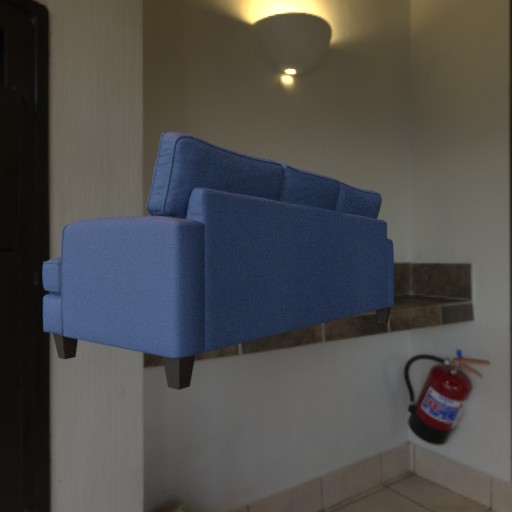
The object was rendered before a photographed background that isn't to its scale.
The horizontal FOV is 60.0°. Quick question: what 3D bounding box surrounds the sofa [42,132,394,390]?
[{"bbox_3d":[0.000,0.000,2.659,0.951,0.965,2.158,0,0,37],"label":"sofa"}]
